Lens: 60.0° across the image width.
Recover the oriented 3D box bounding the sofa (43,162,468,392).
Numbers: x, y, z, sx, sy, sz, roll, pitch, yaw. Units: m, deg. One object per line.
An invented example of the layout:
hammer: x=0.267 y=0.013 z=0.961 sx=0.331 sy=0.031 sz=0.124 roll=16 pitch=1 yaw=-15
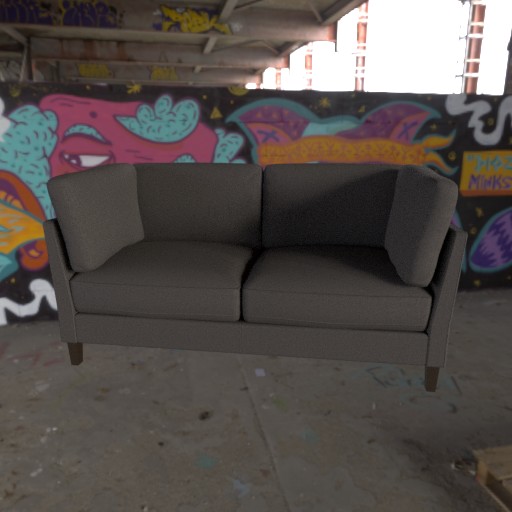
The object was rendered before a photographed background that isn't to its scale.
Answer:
sofa: x=0.000 y=0.000 z=2.272 sx=1.751 sy=0.920 sz=0.969 roll=2 pitch=14 yaw=8
